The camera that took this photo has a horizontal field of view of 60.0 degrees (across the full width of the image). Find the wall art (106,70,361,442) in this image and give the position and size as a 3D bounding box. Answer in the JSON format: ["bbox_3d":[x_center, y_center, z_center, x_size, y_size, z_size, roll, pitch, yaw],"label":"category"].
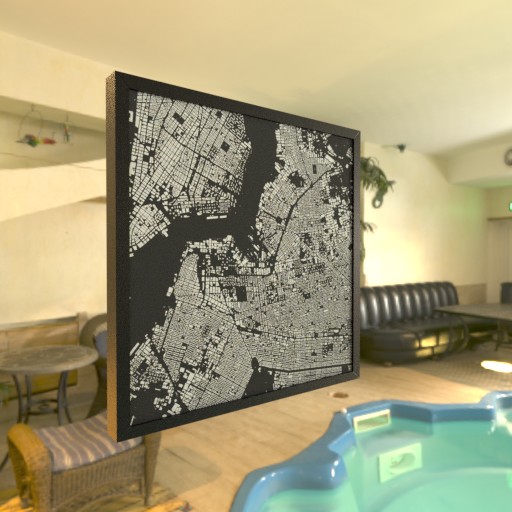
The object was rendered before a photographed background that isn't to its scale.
[{"bbox_3d":[0.000,0.000,0.770,0.506,0.506,0.038,-1,1,-37],"label":"wall art"}]
